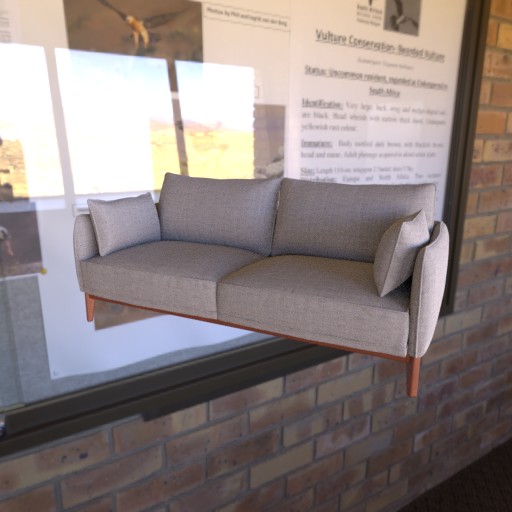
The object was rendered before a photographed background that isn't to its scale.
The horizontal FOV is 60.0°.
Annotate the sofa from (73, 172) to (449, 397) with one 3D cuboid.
[{"bbox_3d":[0.000,0.000,2.531,1.989,0.851,0.972,7,16,25],"label":"sofa"}]
